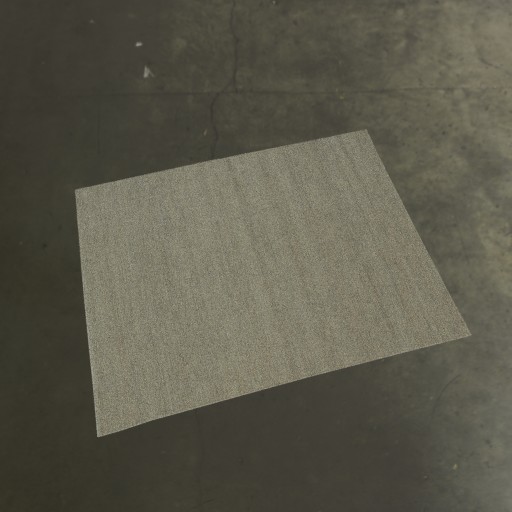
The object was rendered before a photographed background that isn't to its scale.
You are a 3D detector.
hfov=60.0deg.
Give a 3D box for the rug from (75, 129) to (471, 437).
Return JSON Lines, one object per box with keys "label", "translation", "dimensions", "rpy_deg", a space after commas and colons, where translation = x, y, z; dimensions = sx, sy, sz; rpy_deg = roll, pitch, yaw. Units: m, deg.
{"label": "rug", "translation": [0.000, 0.000, 4.720], "dimensions": [3.626, 0.051, 2.757], "rpy_deg": [-13, 63, -7]}
